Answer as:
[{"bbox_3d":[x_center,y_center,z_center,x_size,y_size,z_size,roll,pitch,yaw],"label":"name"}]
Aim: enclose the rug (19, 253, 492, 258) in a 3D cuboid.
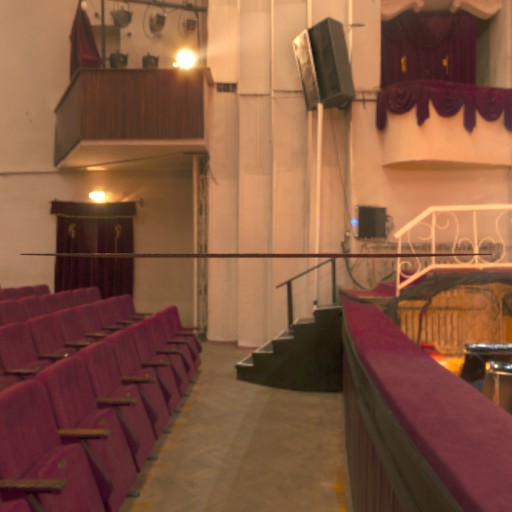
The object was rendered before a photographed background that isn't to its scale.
[{"bbox_3d":[0.000,0.000,3.705,2.896,0.013,2.007,0,-1,0],"label":"rug"}]
